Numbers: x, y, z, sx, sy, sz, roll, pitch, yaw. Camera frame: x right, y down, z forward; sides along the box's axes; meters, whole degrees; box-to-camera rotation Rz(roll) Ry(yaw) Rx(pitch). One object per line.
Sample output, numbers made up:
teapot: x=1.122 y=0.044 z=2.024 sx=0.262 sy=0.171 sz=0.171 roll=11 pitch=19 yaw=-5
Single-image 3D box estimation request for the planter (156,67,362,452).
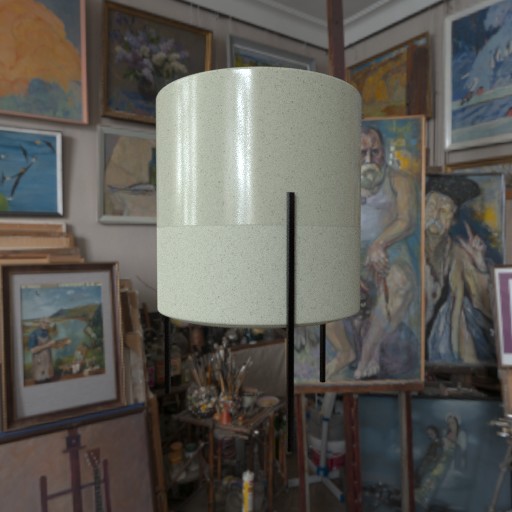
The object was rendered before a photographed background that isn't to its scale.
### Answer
planter: x=0.000 y=0.000 z=0.704 sx=0.323 sy=0.475 sz=0.314 roll=1 pitch=2 yaw=17
